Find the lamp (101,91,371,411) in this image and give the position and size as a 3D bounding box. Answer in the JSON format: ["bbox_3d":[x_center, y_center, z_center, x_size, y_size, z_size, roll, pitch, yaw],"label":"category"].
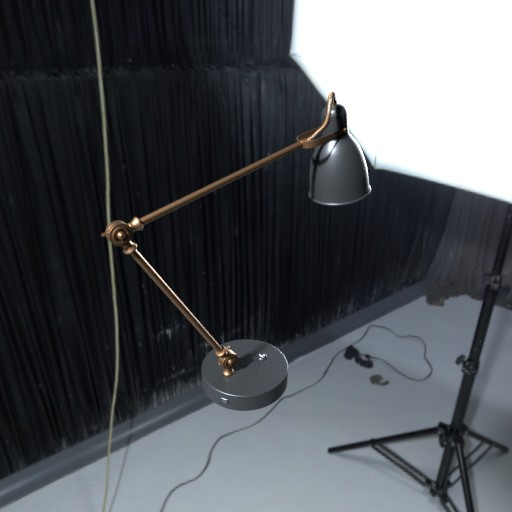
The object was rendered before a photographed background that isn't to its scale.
[{"bbox_3d":[0.000,0.000,0.863,0.561,0.587,0.187,-17,31,-32],"label":"lamp"}]
